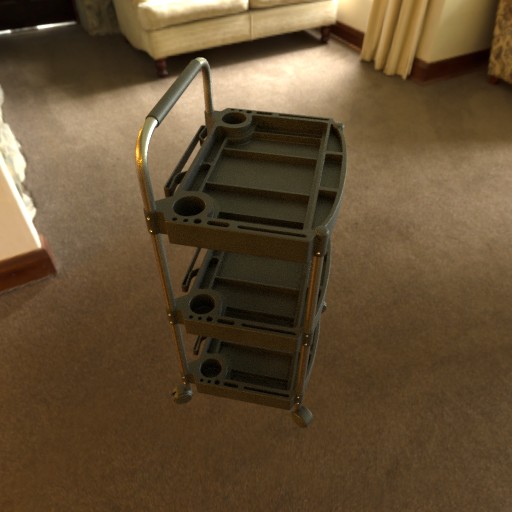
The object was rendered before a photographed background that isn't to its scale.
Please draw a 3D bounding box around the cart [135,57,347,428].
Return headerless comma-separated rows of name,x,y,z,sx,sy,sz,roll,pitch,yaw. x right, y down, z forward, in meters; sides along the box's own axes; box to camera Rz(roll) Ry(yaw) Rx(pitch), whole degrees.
cart,0.000,0.000,1.409,0.518,1.075,0.584,8,45,8
